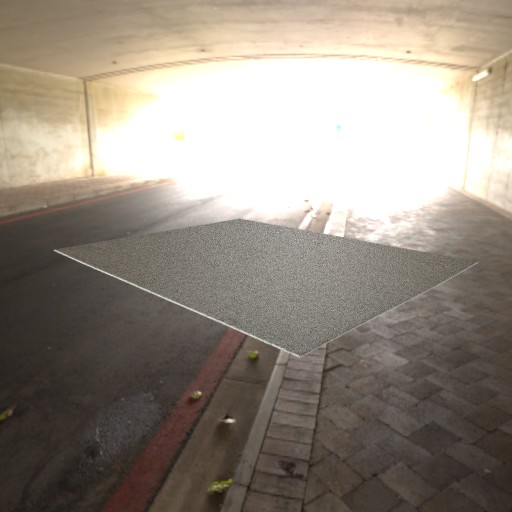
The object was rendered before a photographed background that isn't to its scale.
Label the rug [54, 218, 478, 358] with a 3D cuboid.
[{"bbox_3d":[0.000,0.000,4.045,3.061,0.014,2.447,14,21,43],"label":"rug"}]
